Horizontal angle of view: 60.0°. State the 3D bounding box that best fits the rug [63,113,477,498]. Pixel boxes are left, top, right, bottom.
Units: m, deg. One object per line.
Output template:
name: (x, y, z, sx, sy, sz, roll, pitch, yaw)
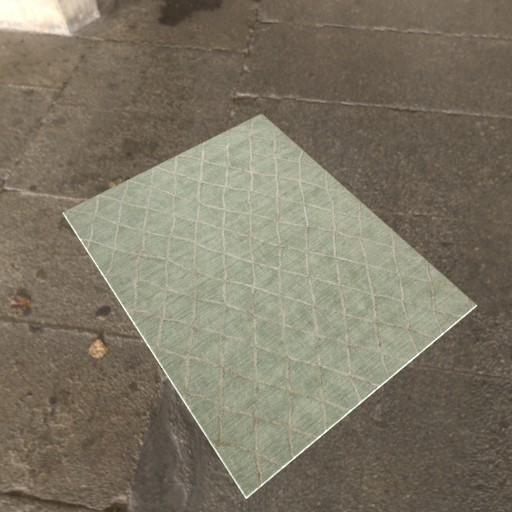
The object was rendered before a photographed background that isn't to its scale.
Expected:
rug: (0.000, 0.000, 4.030, 2.420, 0.019, 3.039, -32, 63, -19)
